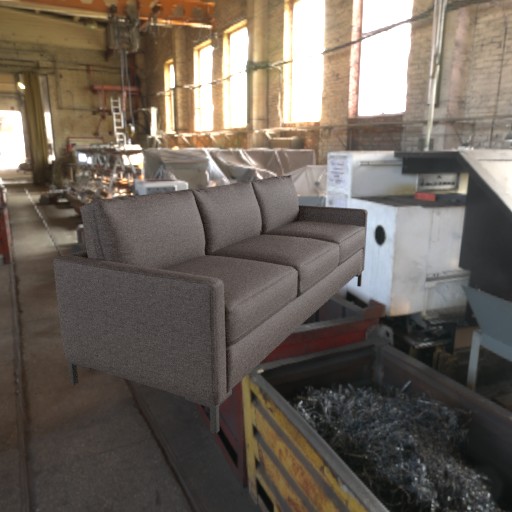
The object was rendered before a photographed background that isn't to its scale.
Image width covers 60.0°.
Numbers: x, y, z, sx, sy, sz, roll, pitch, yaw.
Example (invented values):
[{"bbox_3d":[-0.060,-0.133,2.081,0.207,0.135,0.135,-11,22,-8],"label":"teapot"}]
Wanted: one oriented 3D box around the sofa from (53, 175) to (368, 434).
[{"bbox_3d":[0.000,0.000,2.751,0.876,0.882,2.253,7,15,27],"label":"sofa"}]
